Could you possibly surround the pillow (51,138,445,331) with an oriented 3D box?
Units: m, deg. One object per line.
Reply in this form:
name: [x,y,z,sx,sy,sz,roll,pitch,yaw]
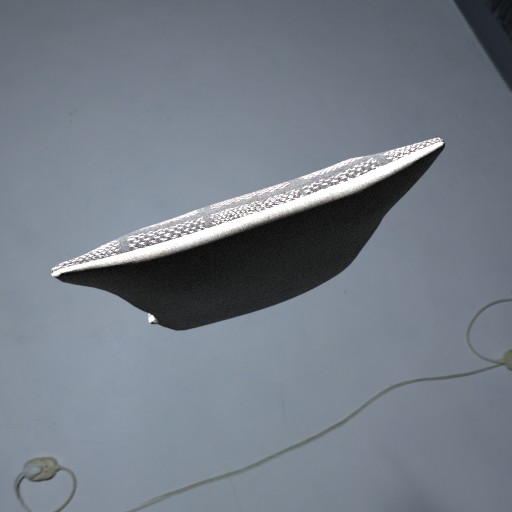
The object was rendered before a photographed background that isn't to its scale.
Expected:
pillow: [0.000,0.000,0.665,0.435,0.432,0.138,-19,75,-5]
